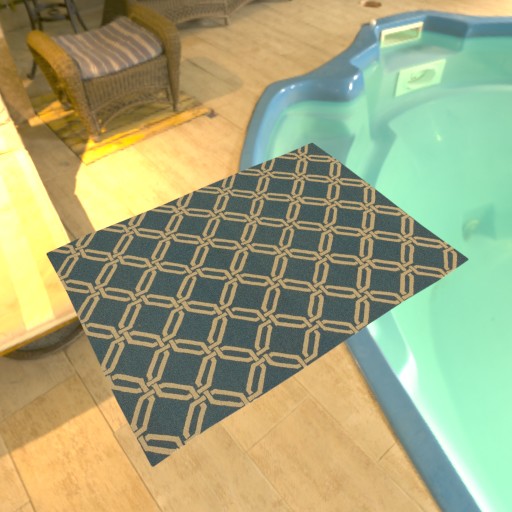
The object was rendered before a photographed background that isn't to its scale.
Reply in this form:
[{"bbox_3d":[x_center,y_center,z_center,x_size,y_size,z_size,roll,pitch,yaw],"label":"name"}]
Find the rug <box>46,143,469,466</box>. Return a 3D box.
[{"bbox_3d":[0.000,0.000,2.720,2.135,0.013,1.524,-27,53,-22],"label":"rug"}]
